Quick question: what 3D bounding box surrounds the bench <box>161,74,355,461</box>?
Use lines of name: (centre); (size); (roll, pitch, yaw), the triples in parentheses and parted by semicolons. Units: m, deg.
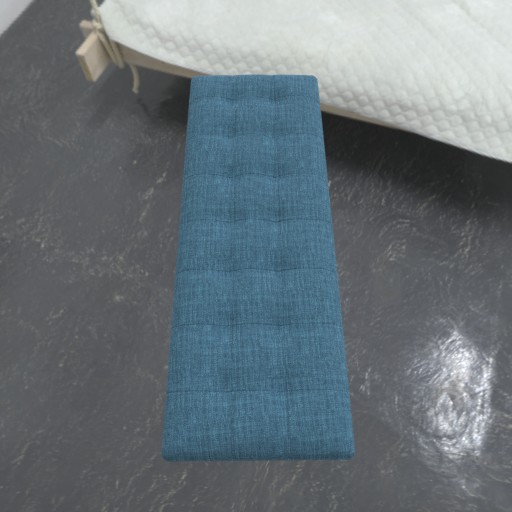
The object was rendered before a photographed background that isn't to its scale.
bench: (0.000, 0.000, 1.320); (0.406, 0.432, 1.118); (0, 63, 0)
